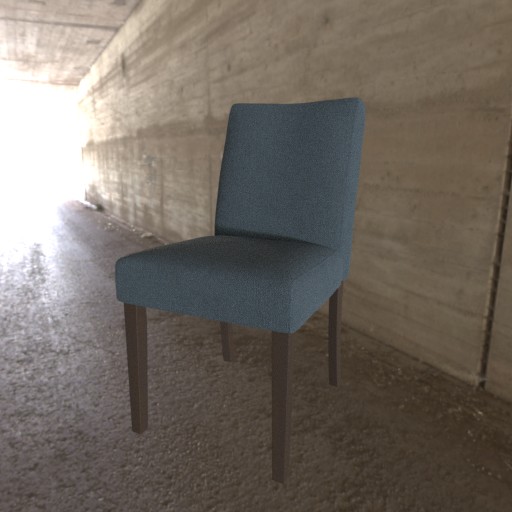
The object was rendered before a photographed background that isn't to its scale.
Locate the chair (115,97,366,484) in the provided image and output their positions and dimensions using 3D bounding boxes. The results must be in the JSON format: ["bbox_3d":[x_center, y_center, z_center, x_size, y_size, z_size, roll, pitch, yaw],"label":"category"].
[{"bbox_3d":[0.000,0.000,1.248,0.487,0.882,0.629,6,15,25],"label":"chair"}]
